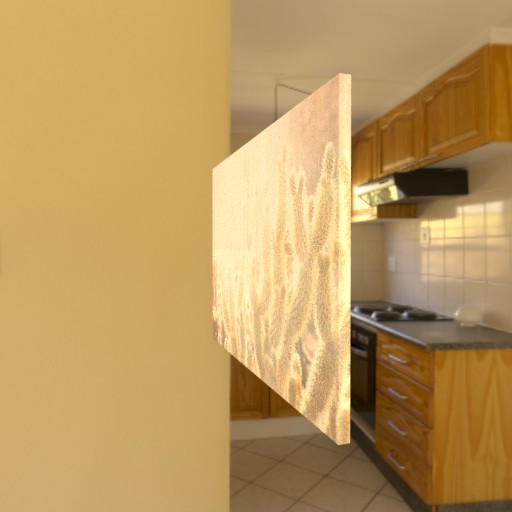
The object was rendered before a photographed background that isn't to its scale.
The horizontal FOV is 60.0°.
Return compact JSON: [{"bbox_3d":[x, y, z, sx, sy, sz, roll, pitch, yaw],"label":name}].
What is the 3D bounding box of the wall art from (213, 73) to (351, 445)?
[{"bbox_3d":[0.000,0.000,1.931,0.038,1.012,1.525,0,1,-19],"label":"wall art"}]
